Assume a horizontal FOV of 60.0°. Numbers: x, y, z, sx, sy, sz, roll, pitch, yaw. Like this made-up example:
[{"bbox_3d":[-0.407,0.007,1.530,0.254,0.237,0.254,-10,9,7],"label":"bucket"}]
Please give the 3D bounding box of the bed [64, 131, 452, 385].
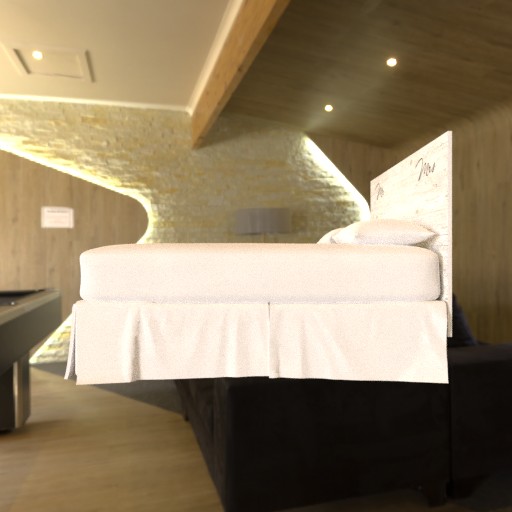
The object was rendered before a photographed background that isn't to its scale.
[{"bbox_3d":[0.000,0.000,3.129,2.094,1.335,1.745,0,0,0],"label":"bed"}]
